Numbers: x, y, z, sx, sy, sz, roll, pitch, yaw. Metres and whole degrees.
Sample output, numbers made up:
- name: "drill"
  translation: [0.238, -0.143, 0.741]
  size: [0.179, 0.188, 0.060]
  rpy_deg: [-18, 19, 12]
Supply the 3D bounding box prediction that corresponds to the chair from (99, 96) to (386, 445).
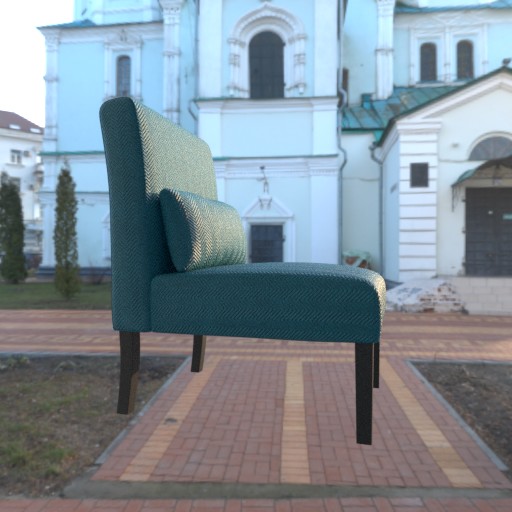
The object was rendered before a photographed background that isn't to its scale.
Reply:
- name: "chair"
  translation: [0.000, 0.000, 1.449]
  size: [0.808, 0.927, 0.579]
  rpy_deg: [0, 0, 18]
